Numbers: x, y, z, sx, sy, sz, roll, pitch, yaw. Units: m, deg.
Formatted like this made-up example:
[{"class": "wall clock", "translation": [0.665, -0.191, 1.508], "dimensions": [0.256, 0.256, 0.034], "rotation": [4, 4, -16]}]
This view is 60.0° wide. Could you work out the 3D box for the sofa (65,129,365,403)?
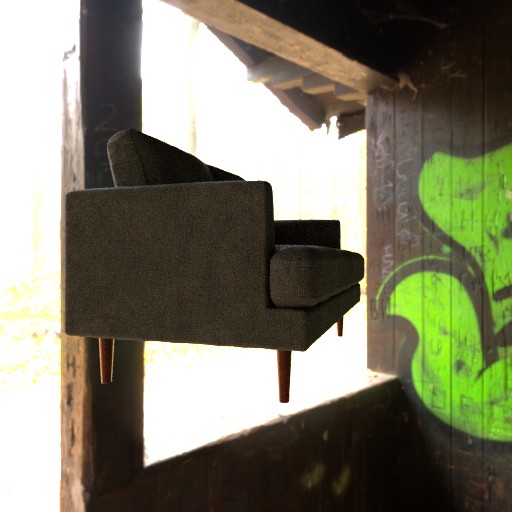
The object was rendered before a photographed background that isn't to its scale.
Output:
[{"class": "sofa", "translation": [0.000, 0.000, 2.140], "dimensions": [0.903, 0.956, 1.582], "rotation": [0, 0, 19]}]
